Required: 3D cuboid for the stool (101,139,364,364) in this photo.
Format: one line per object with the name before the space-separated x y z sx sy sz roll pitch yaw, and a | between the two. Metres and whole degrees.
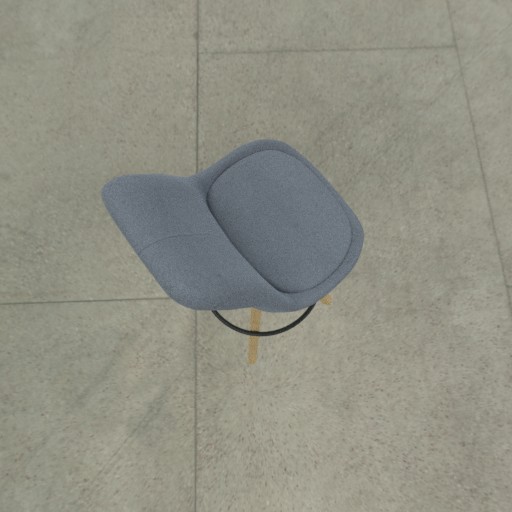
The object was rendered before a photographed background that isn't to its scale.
stool | 0.000 0.000 1.380 0.550 1.115 0.485 -36 76 -10
